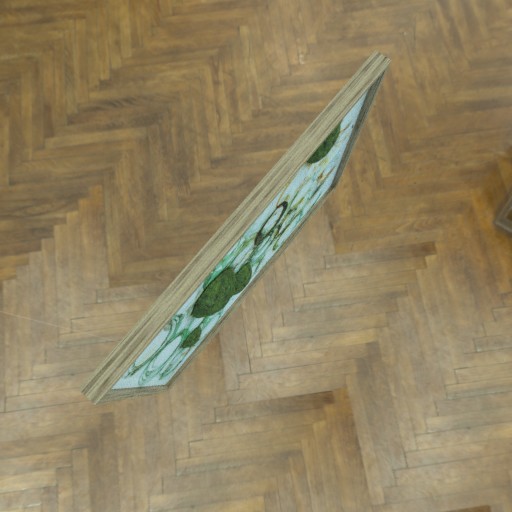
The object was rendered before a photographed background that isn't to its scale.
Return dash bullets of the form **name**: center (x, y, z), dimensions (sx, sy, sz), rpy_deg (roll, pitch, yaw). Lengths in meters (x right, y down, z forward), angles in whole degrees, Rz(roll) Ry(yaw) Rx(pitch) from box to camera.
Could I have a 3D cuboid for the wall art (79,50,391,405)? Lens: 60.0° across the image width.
- **wall art**: center (0.000, 0.000, 1.095), dimensions (0.063, 0.609, 0.841), rpy_deg (38, 78, 10)
